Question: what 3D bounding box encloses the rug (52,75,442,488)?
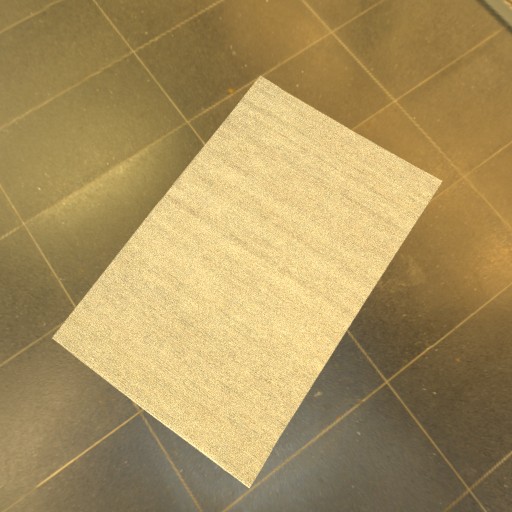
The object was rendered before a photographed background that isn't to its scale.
[{"bbox_3d":[0.000,0.000,2.267,1.179,0.022,1.820,34,78,8],"label":"rug"}]
